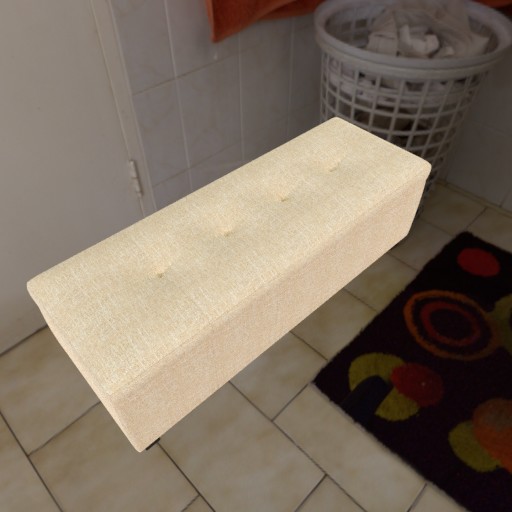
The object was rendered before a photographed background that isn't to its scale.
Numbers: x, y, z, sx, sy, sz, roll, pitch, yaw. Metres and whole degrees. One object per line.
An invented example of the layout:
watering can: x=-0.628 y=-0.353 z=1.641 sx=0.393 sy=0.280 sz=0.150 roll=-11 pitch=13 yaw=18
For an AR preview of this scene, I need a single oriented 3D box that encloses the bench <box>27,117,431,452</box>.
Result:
bench: x=0.000 y=0.000 z=1.425 sx=1.219 sy=0.406 sz=0.432 roll=-34 pitch=55 yaw=-28
